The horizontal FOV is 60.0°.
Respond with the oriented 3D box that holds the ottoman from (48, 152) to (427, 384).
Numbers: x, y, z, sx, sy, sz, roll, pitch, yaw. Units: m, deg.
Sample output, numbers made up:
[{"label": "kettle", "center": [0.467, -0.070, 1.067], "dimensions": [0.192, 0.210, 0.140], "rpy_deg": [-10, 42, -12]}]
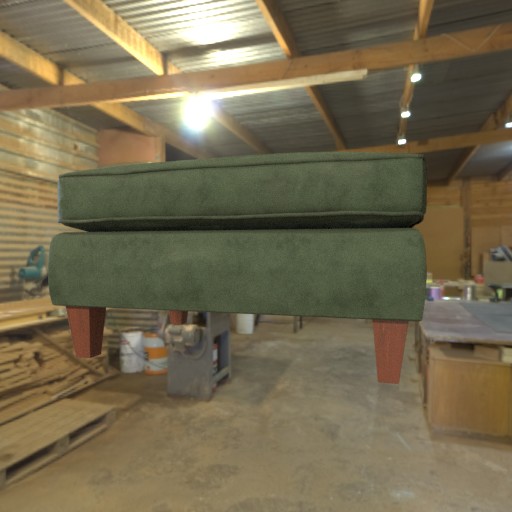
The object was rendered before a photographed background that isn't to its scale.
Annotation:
[{"label": "ottoman", "center": [0.000, 0.000, 1.236], "dimensions": [0.864, 0.495, 0.632], "rpy_deg": [0, 1, 17]}]
